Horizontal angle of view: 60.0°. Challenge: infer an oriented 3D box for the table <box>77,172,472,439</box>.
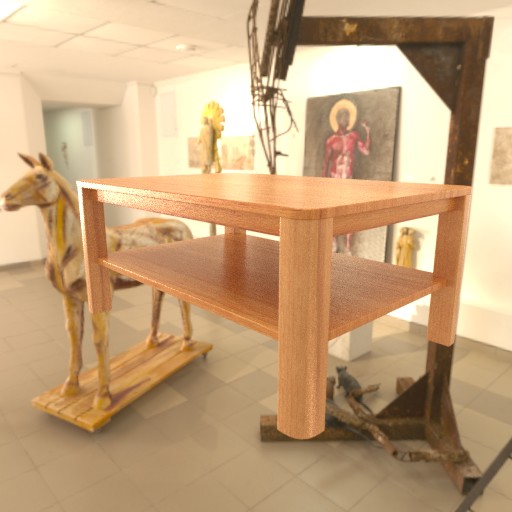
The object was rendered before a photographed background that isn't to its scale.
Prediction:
[{"bbox_3d":[0.000,0.000,1.364,0.696,0.445,0.997,-12,18,-42],"label":"table"}]
